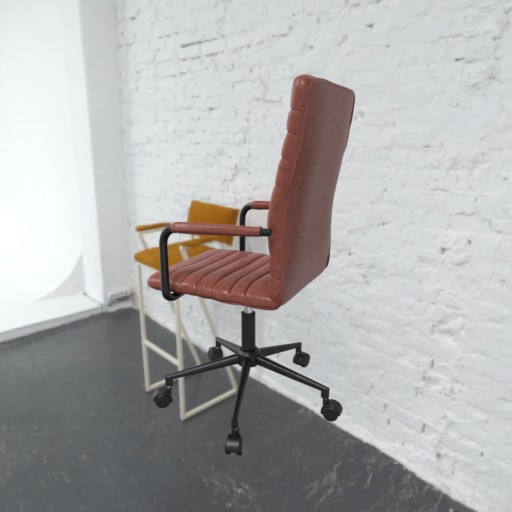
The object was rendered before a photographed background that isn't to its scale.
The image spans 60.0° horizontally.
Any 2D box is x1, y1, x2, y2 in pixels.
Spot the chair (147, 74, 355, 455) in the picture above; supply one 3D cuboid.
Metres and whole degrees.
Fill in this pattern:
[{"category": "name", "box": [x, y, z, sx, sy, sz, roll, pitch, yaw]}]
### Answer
[{"category": "chair", "box": [0.000, 0.000, 1.359, 0.580, 0.979, 0.608, 7, 16, 25]}]
